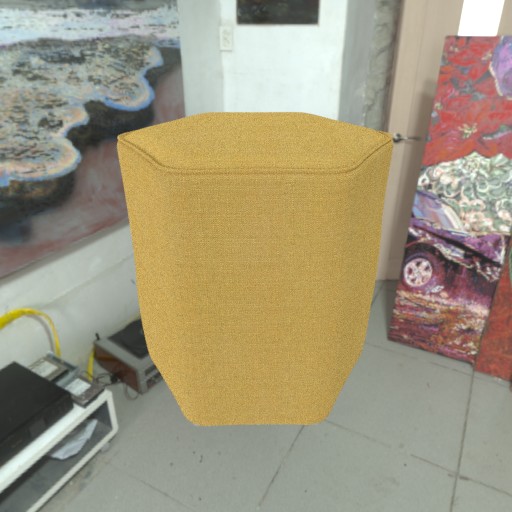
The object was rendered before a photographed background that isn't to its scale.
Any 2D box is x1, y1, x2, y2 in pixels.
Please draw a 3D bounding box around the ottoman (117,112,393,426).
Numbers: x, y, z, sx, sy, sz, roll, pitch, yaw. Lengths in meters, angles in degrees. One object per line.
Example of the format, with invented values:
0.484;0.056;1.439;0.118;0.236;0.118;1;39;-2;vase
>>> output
0.000;0.000;0.894;0.494;0.502;0.443;0;27;-1;ottoman
